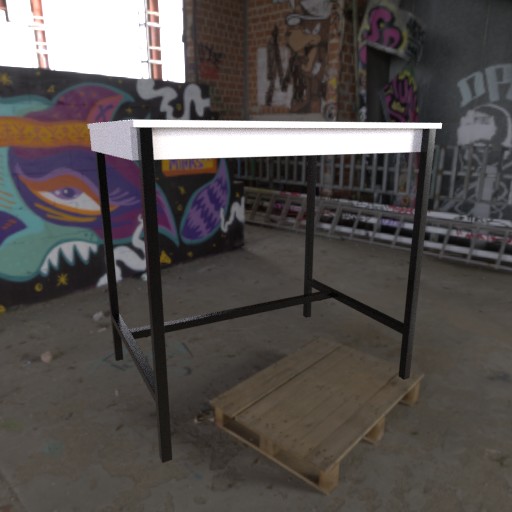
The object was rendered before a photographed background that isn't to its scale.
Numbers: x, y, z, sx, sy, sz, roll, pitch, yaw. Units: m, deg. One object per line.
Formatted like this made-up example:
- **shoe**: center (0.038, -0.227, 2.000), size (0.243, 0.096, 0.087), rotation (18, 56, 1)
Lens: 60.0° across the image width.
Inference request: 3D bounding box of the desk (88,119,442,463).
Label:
- **desk**: center (0.000, 0.000, 1.339), size (0.811, 0.766, 0.573), rotation (-8, 18, -27)
